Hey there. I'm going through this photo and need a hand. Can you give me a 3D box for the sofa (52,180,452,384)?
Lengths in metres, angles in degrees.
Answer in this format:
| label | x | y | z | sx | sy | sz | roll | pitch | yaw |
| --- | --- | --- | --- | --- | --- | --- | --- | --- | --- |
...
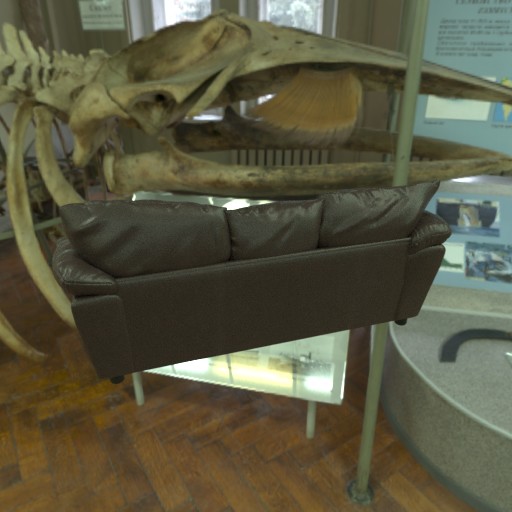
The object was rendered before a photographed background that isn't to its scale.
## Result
| label | x | y | z | sx | sy | sz | roll | pitch | yaw |
| --- | --- | --- | --- | --- | --- | --- | --- | --- | --- |
| sofa | 0.000 | 0.000 | 2.864 | 2.390 | 1.091 | 0.907 | -8 | 27 | -16 |
